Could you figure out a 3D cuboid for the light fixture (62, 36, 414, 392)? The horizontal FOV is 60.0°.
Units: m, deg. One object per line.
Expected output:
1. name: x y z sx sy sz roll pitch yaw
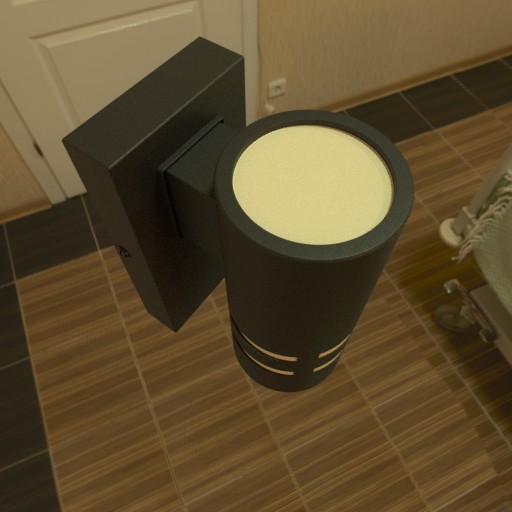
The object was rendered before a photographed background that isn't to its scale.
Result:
1. light fixture: 0.000 0.000 0.263 0.138 0.179 0.098 32 64 18
